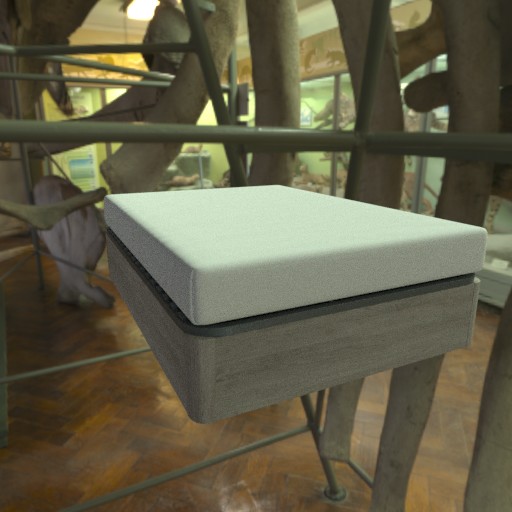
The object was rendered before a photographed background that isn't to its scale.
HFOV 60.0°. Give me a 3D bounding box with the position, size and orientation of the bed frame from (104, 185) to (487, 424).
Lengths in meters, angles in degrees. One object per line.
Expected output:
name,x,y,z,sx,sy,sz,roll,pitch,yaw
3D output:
bed frame,0.000,0.000,2.538,1.400,0.561,1.900,-8,17,-25
